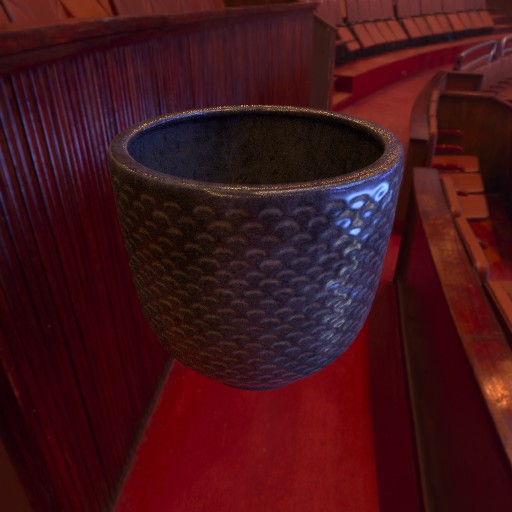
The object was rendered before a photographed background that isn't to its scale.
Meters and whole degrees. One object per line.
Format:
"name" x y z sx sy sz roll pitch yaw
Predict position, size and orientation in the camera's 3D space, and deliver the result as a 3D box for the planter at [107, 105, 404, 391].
"planter" 0.000 0.000 0.350 0.197 0.191 0.197 0 31 0
